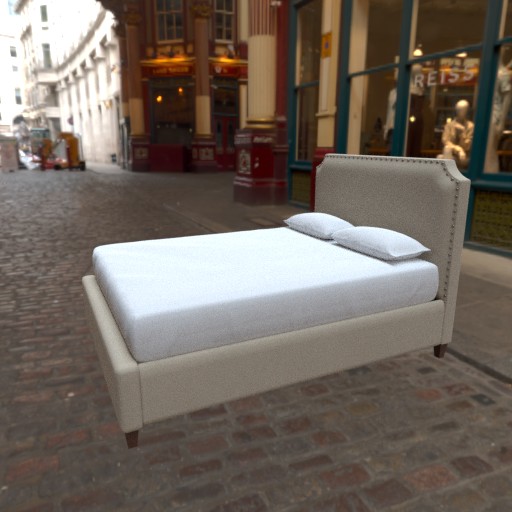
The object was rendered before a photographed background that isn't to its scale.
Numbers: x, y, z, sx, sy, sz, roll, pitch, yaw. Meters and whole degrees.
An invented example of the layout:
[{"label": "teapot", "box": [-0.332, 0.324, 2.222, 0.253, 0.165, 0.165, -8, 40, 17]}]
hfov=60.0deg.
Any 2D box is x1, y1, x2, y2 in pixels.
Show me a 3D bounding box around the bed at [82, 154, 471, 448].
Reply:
[{"label": "bed", "box": [0.000, 0.000, 3.298, 2.329, 1.415, 1.703, -7, 16, -25]}]
